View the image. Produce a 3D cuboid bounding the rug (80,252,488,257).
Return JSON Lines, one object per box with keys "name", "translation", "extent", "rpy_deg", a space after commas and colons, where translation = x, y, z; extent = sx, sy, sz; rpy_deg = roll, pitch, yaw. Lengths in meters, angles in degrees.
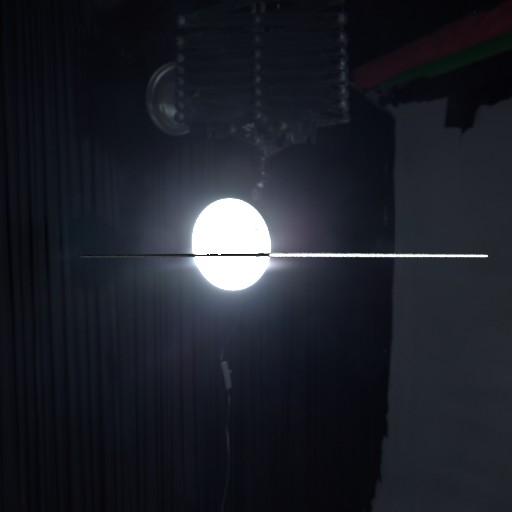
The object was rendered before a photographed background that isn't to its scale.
{"name": "rug", "translation": [0.000, 0.000, 2.868], "extent": [1.586, 0.014, 2.197], "rpy_deg": [0, 0, -38]}
